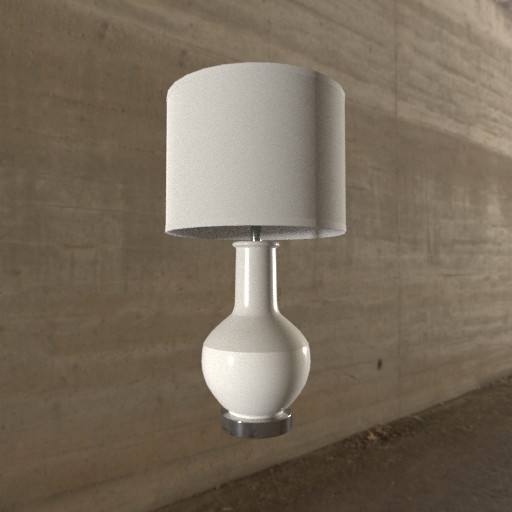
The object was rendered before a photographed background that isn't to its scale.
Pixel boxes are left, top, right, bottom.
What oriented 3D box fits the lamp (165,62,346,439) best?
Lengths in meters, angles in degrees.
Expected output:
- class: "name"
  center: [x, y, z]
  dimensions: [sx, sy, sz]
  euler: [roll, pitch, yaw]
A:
- class: "lamp"
  center: [0.000, 0.000, 0.890]
  dimensions: [0.357, 0.673, 0.357]
  euler: [-1, -2, 17]
